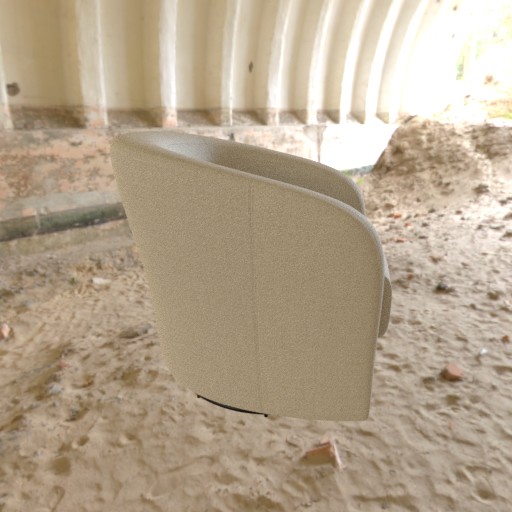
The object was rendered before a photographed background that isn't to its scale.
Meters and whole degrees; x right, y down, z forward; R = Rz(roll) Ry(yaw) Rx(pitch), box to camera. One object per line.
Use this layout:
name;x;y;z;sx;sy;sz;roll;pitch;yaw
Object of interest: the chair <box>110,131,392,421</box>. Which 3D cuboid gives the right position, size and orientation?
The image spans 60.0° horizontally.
chair;0.000;0.000;1.428;0.815;0.771;0.791;3;17;9
